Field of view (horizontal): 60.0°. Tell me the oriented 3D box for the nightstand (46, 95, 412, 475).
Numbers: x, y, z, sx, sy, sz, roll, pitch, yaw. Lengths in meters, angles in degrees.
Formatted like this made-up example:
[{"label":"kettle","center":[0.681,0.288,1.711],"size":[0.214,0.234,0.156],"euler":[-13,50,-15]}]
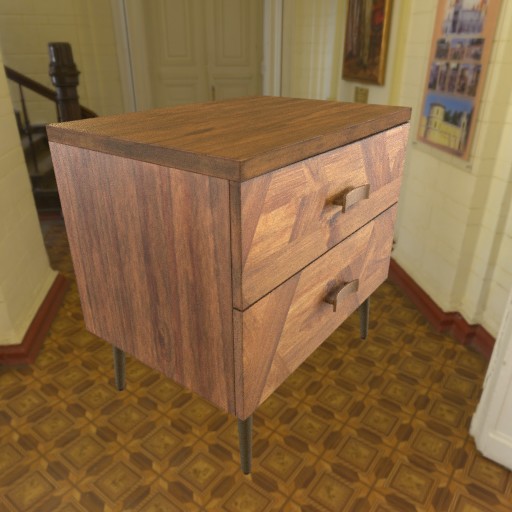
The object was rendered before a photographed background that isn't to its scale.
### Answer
[{"label":"nightstand","center":[0.000,0.000,0.999],"size":[0.458,0.610,0.610],"euler":[18,31,33]}]
